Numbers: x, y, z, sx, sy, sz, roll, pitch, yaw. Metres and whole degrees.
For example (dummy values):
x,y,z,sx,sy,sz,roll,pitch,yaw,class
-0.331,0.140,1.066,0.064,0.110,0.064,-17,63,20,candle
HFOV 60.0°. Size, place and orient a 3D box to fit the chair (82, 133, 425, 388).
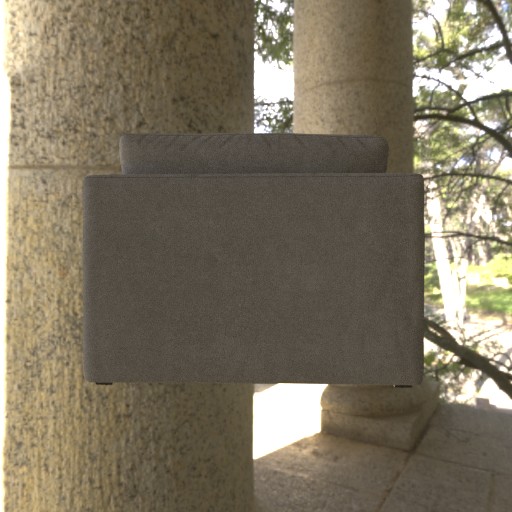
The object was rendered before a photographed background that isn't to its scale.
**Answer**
x,y,z,sx,sy,sz,roll,pitch,yaw,class
0.000,0.000,1.857,1.190,0.845,1.091,0,0,2,chair
